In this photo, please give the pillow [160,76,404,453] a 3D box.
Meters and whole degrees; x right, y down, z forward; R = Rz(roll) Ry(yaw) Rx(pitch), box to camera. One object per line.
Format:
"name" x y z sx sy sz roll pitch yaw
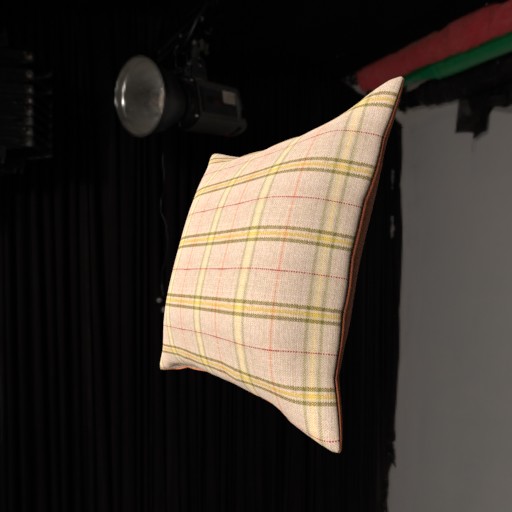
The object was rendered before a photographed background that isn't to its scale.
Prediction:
"pillow" 0.000 0.000 0.682 0.200 0.430 0.453 1 -2 -36
